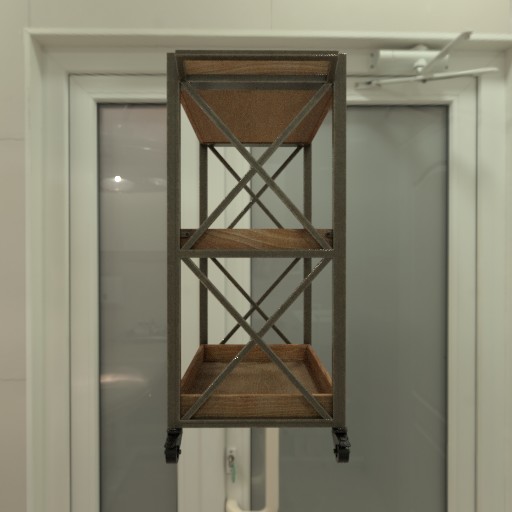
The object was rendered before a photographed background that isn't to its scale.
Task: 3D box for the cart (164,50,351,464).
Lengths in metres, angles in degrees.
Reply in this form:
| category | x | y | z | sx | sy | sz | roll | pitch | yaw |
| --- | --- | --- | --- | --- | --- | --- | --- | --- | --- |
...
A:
| category | x | y | z | sx | sy | sz | roll | pitch | yaw |
| --- | --- | --- | --- | --- | --- | --- | --- | --- | --- |
| cart | 0.000 | 0.000 | 1.189 | 0.377 | 0.835 | 0.673 | 0 | 1 | -1 |
